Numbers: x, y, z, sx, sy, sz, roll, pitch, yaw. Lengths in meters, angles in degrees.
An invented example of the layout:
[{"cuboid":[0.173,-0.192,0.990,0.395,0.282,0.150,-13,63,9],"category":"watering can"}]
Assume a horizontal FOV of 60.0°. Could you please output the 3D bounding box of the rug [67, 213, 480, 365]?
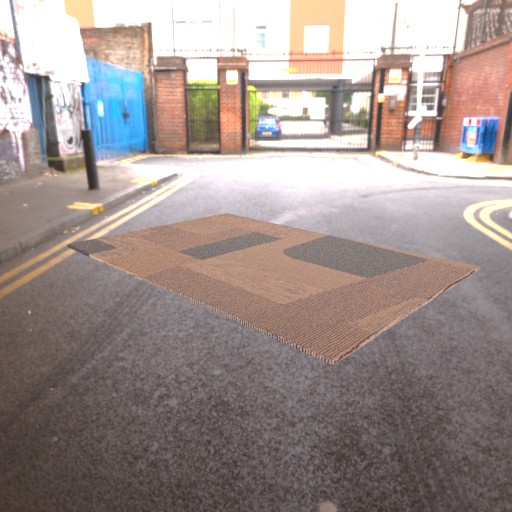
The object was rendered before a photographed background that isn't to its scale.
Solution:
[{"cuboid":[0.000,0.000,2.354,1.847,0.020,1.238,16,23,42],"category":"rug"}]
